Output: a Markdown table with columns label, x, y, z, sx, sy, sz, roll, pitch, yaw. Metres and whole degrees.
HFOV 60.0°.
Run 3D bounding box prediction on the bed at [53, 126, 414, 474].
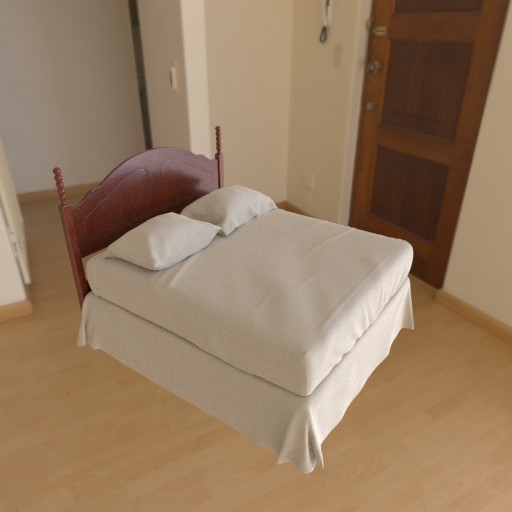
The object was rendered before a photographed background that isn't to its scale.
| label | x | y | z | sx | sy | sz | roll | pitch | yaw |
| --- | --- | --- | --- | --- | --- | --- | --- | --- | --- |
| bed | 0.000 | 0.000 | 3.198 | 2.040 | 1.356 | 1.873 | 18 | 33 | 31 |
